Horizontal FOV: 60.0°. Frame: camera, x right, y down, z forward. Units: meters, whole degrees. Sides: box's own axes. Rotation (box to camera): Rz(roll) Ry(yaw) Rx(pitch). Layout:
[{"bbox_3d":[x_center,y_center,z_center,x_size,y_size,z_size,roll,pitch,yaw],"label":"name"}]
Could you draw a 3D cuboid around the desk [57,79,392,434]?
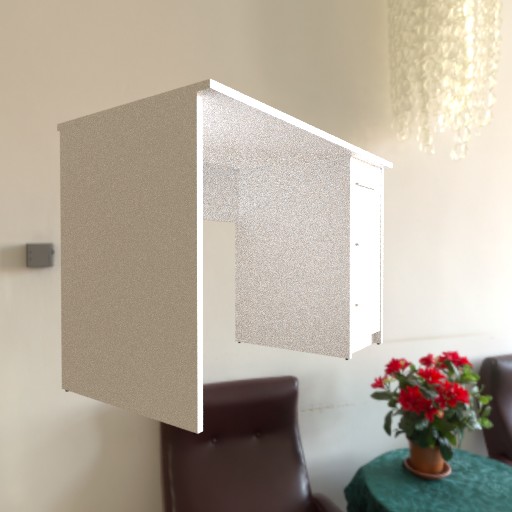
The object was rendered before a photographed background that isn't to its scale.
[{"bbox_3d":[0.000,0.000,1.507,0.560,0.735,1.097,1,1,36],"label":"desk"}]
